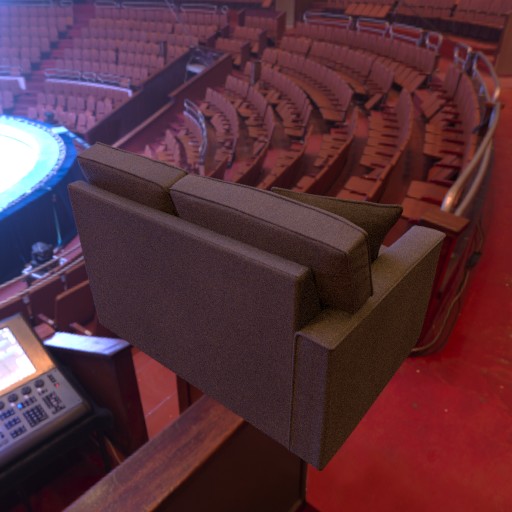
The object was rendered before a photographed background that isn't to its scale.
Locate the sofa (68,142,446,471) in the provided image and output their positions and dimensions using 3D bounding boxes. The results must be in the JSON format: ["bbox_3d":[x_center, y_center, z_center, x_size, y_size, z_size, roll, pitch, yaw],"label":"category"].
[{"bbox_3d":[0.000,0.000,2.066,1.388,0.989,0.991,22,36,33],"label":"sofa"}]
